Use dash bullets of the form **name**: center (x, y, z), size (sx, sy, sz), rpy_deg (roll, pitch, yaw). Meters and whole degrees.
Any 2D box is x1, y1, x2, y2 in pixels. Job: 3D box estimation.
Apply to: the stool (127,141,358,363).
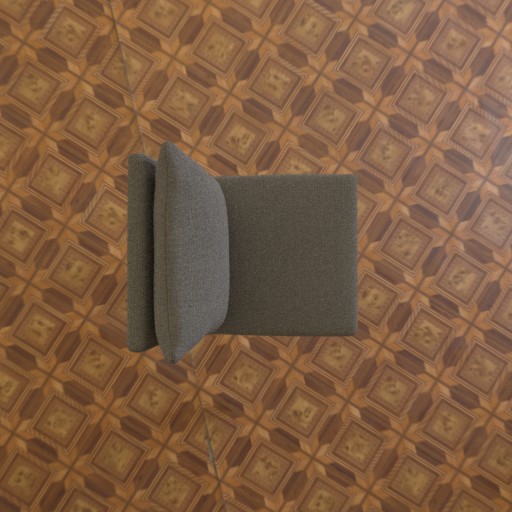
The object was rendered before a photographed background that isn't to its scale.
- **stool**: center (0.000, 0.000, 1.435), size (0.569, 1.132, 0.463), rpy_deg (0, 89, -1)
